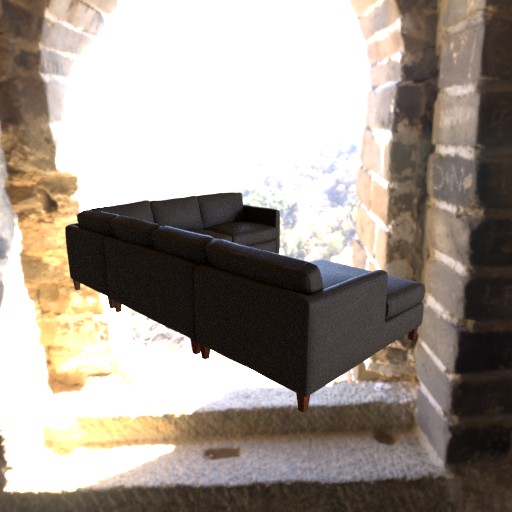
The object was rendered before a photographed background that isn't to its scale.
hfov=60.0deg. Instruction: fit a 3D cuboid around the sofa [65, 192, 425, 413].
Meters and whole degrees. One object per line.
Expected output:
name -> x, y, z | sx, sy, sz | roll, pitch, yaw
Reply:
sofa -> 0.000, 0.000, 4.642 | 2.594, 0.961, 3.460 | -14, 20, -43
